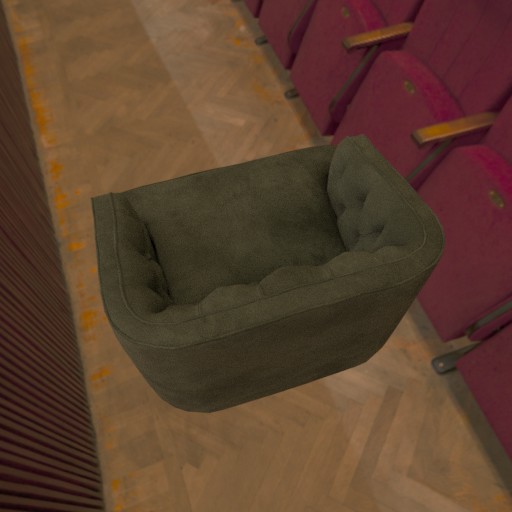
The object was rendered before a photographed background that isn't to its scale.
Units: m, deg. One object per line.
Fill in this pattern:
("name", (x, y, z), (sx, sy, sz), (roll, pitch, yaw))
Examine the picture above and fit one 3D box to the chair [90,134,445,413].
("chair", (0.000, 0.000, 1.764), (1.104, 0.852, 0.941), (-15, 59, -9))
